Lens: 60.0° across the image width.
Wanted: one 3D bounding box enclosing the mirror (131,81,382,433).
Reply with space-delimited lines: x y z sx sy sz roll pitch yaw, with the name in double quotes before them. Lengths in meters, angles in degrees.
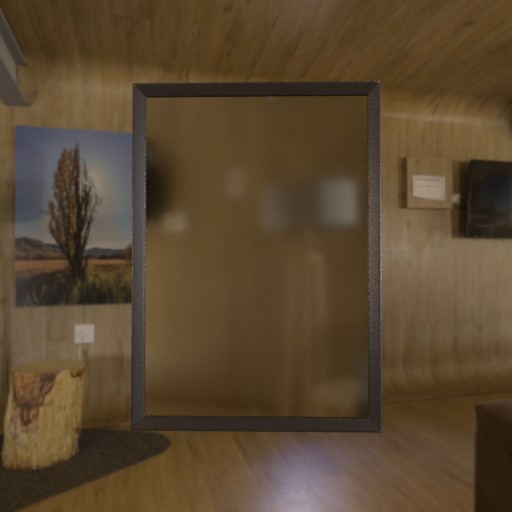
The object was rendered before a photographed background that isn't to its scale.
"mirror" 0.000 0.000 0.919 0.507 0.710 0.039 0 -1 1
